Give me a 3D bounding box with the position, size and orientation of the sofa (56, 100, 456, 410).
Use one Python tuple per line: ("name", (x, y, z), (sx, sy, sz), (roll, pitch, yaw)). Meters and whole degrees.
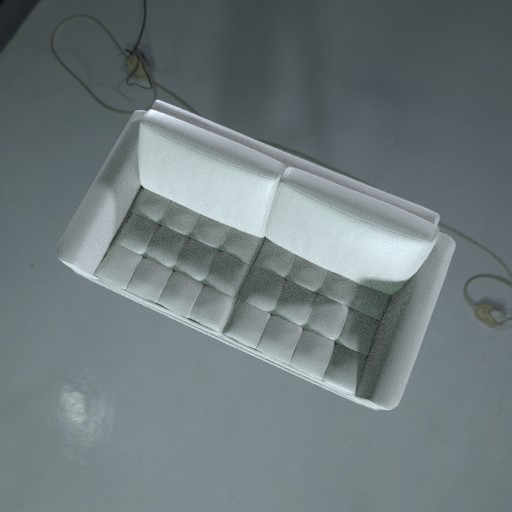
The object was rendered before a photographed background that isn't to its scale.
("sofa", (0.000, 0.000, 2.731), (2.177, 0.930, 1.121), (24, 77, 6))
